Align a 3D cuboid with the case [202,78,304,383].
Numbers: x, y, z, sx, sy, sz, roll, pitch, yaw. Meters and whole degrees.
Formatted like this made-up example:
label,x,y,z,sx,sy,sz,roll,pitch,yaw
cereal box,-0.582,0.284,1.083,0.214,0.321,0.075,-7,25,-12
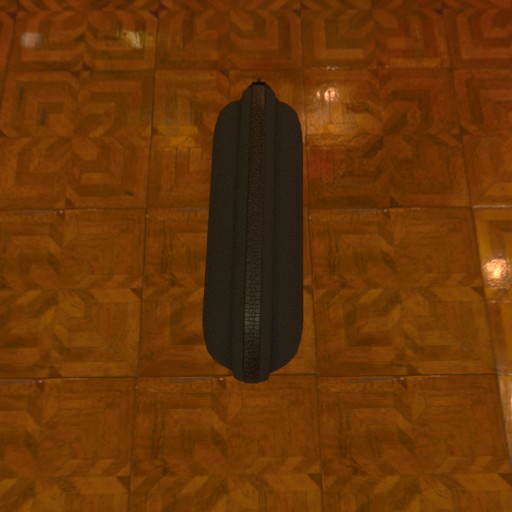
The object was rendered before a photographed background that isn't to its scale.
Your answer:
label,x,y,z,sx,sy,sz,roll,pitch,yaw
case,0.000,0.000,0.193,0.030,0.147,0.107,1,74,0
